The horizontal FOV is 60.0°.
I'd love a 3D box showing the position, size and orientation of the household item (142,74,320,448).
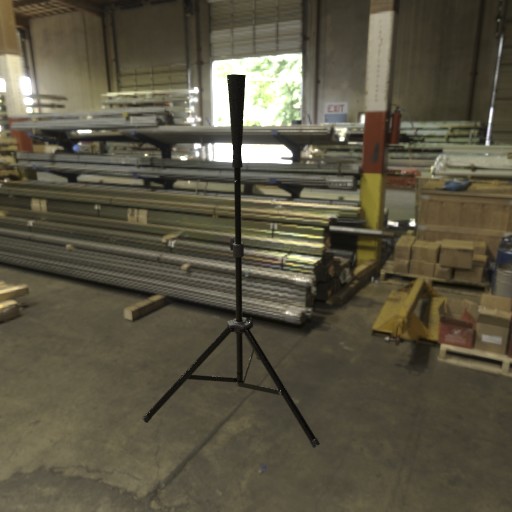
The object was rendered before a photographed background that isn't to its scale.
[{"bbox_3d":[0.000,0.000,1.409,0.559,1.067,0.559,8,18,26],"label":"household item"}]
